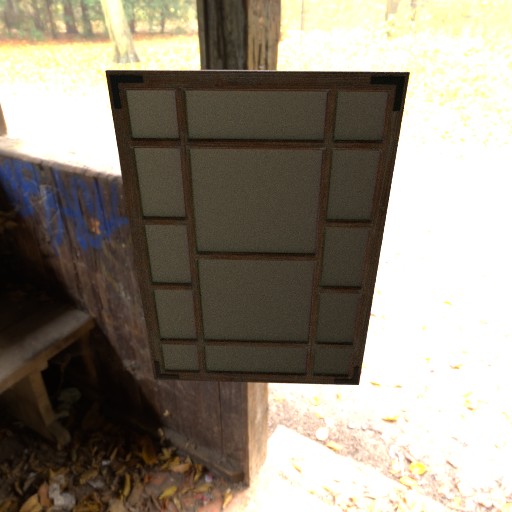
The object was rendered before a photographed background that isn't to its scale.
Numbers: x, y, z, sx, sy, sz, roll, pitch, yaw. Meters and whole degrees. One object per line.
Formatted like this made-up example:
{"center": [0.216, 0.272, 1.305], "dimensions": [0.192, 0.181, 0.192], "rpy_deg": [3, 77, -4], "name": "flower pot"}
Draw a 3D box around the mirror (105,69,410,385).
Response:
{"center": [0.000, 0.000, 1.279], "dimensions": [0.705, 0.996, 0.025], "rpy_deg": [1, 30, 2], "name": "mirror"}
